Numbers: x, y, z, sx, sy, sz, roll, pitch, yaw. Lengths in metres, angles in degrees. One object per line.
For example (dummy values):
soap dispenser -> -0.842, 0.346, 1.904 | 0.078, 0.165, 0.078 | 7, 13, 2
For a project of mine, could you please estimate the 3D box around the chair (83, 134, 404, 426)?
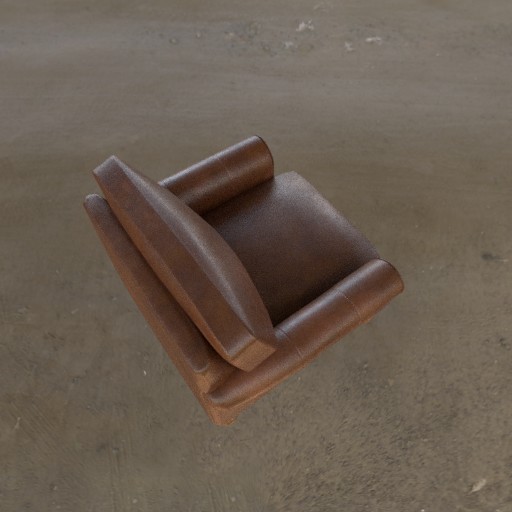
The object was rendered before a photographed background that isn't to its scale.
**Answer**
chair -> 0.000, 0.000, 1.830 | 0.992, 0.972, 0.989 | -32, 63, -18
